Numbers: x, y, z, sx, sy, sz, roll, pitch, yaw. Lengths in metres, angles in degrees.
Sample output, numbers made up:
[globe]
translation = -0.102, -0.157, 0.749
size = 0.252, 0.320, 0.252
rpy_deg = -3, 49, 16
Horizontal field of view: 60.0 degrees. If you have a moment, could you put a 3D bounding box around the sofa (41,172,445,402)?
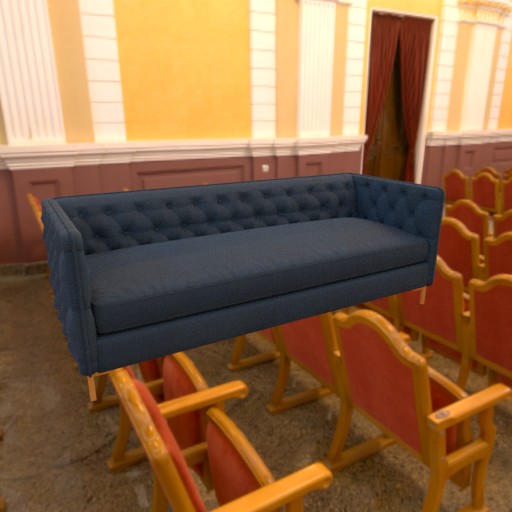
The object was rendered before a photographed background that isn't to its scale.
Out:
[sofa]
translation = 0.000, 0.000, 2.636
size = 2.209, 0.771, 0.895
rpy_deg = -10, 20, -28
